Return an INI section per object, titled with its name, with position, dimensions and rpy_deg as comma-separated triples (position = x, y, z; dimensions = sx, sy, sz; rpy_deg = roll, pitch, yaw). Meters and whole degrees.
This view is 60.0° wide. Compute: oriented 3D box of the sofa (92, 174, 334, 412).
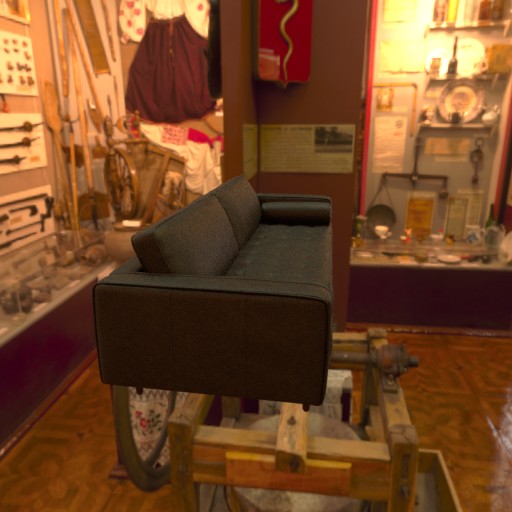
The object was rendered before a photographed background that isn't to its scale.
[sofa]
position = 0.000, 0.000, 2.650
dimensions = 0.914, 0.762, 2.210
rpy_deg = 3, 17, 9
